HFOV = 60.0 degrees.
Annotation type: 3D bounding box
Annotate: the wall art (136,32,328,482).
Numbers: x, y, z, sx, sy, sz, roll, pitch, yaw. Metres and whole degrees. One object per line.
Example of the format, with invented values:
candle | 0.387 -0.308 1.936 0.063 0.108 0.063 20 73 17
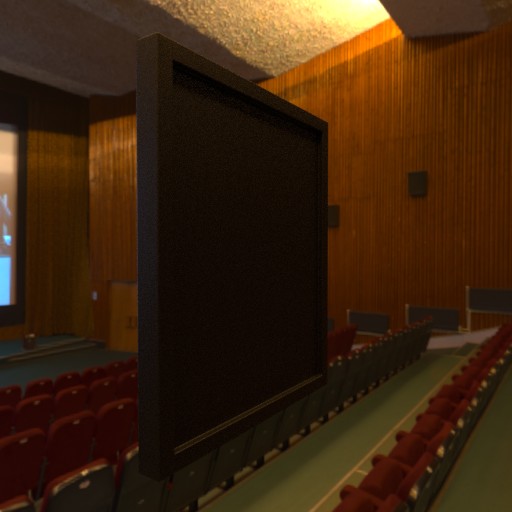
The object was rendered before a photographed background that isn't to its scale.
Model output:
wall art | 0.000 0.000 0.516 0.028 0.381 0.328 1 1 35
